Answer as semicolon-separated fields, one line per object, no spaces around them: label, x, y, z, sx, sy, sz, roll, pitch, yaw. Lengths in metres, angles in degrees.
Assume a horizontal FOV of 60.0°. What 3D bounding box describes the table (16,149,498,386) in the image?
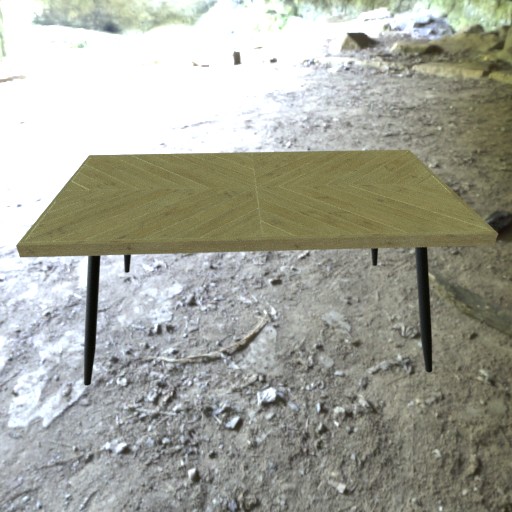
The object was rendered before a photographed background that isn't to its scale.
table;0.000;0.000;2.276;1.803;0.762;0.991;-2;32;-2
